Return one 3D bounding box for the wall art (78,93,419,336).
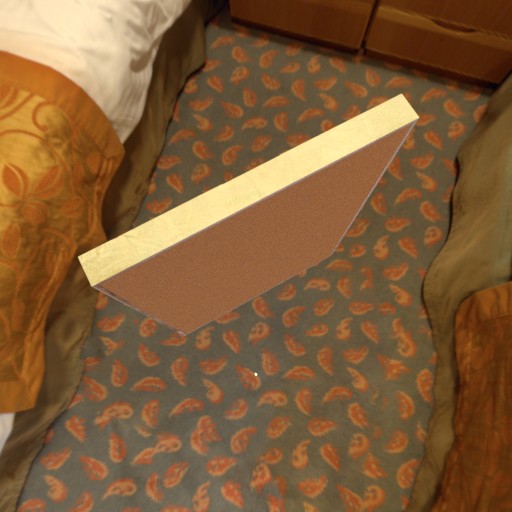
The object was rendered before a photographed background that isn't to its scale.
[{"bbox_3d":[0.000,0.000,0.775,0.403,0.607,0.036,-28,77,-7],"label":"wall art"}]
